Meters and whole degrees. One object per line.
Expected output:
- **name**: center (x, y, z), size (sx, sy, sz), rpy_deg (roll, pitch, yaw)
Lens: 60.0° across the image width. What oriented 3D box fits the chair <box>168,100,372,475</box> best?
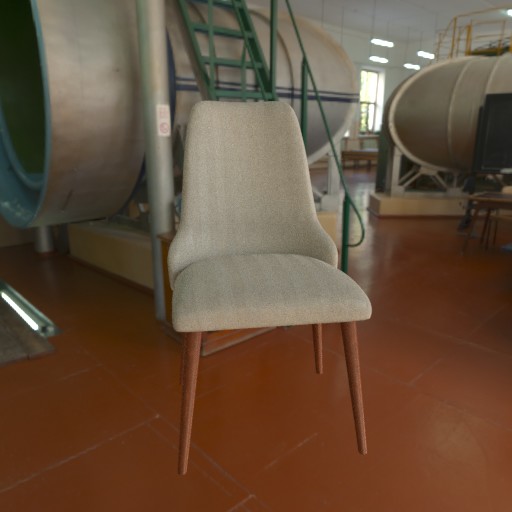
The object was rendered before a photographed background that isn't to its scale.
- **chair**: center (0.000, 0.000, 1.333), size (0.526, 0.917, 0.684), rpy_deg (-2, 16, -8)
